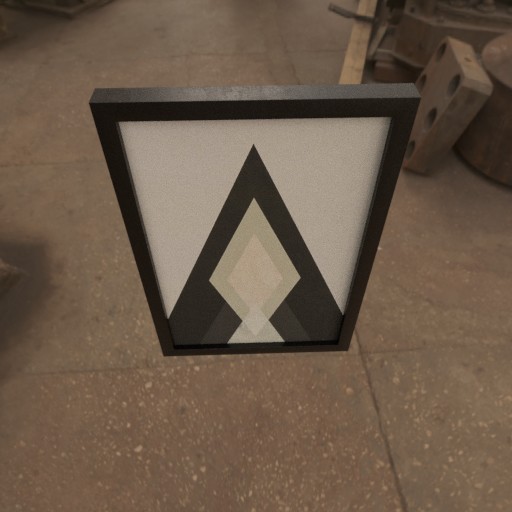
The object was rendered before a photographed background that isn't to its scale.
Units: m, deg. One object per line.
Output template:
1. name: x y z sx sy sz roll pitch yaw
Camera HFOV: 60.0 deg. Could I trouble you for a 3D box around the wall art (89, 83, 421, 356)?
1. wall art: 0.000 0.000 0.592 0.313 0.457 0.031 -1 47 -1
